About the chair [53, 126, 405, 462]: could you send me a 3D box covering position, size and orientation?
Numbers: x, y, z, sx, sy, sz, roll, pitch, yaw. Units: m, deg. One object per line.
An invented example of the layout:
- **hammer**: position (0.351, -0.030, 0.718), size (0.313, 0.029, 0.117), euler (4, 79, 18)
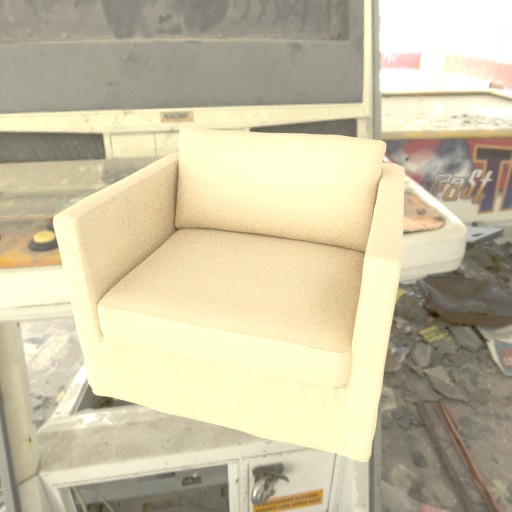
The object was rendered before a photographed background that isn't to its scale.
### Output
- **chair**: position (0.000, 0.000, 1.717), size (1.057, 0.851, 0.947), euler (8, 28, 15)
